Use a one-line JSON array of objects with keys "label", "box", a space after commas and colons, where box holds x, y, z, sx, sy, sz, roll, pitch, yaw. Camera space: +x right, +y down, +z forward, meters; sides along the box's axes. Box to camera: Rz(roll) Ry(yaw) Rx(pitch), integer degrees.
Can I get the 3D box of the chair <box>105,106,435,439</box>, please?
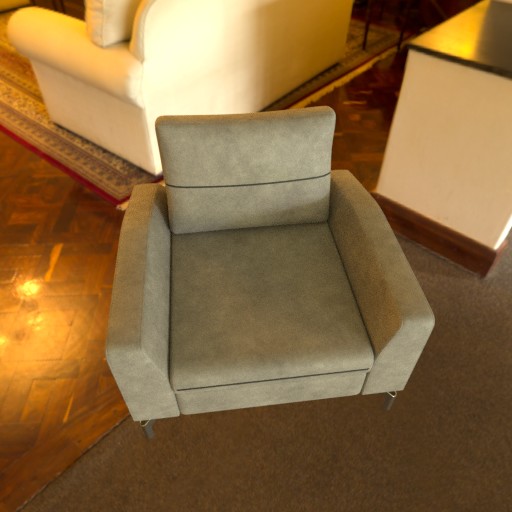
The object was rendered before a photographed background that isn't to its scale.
[{"label": "chair", "box": [0.000, 0.000, 1.557, 0.900, 0.800, 0.900, -5, 46, -5]}]
